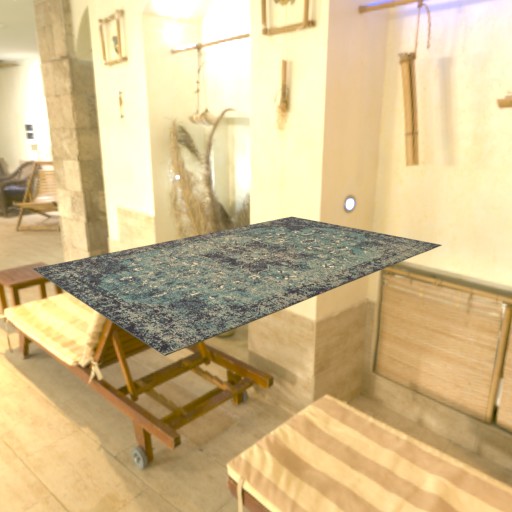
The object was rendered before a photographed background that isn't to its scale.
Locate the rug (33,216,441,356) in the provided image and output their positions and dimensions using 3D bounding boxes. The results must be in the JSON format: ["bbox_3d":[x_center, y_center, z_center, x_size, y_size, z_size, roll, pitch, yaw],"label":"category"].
[{"bbox_3d":[0.000,0.000,3.072,2.440,0.007,1.525,-15,22,-41],"label":"rug"}]
